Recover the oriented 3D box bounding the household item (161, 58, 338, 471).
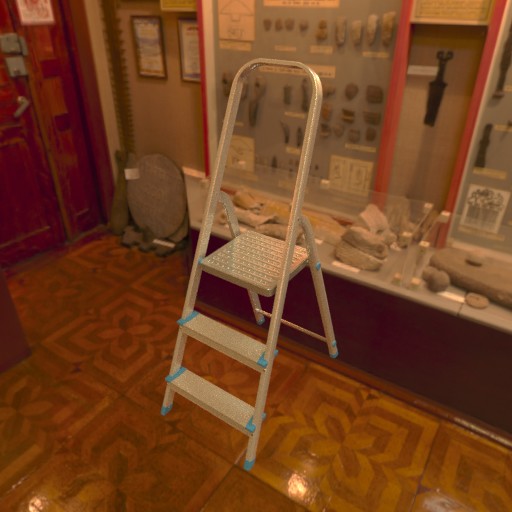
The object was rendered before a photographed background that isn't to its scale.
[{"bbox_3d":[0.000,0.000,1.520,0.420,1.215,0.687,20,37,29],"label":"household item"}]
